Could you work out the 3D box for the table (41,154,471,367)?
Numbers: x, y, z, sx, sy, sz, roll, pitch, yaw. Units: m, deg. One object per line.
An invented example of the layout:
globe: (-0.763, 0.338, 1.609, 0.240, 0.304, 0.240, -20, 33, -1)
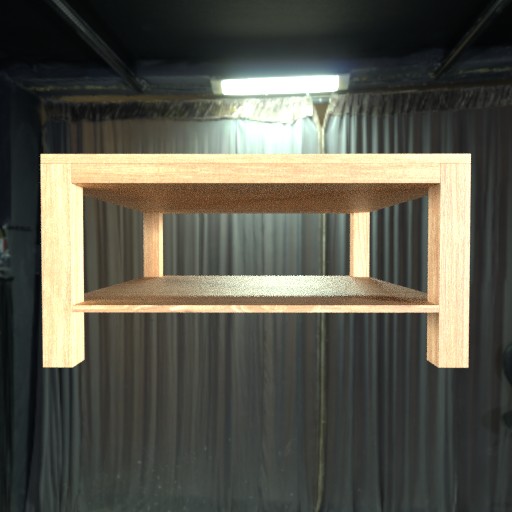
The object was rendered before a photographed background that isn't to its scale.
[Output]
table: (0.000, 0.000, 1.382, 0.900, 0.450, 0.900, 0, 1, 0)
